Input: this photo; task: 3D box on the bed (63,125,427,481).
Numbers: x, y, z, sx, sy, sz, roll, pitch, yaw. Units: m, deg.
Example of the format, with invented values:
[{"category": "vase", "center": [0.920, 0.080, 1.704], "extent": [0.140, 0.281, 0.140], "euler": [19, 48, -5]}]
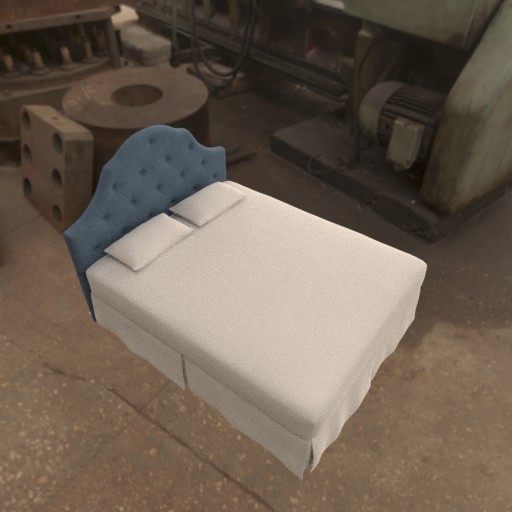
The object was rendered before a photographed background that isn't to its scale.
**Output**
[{"category": "bed", "center": [0.000, 0.000, 3.789], "extent": [2.477, 1.617, 2.039], "euler": [26, 47, 28]}]
